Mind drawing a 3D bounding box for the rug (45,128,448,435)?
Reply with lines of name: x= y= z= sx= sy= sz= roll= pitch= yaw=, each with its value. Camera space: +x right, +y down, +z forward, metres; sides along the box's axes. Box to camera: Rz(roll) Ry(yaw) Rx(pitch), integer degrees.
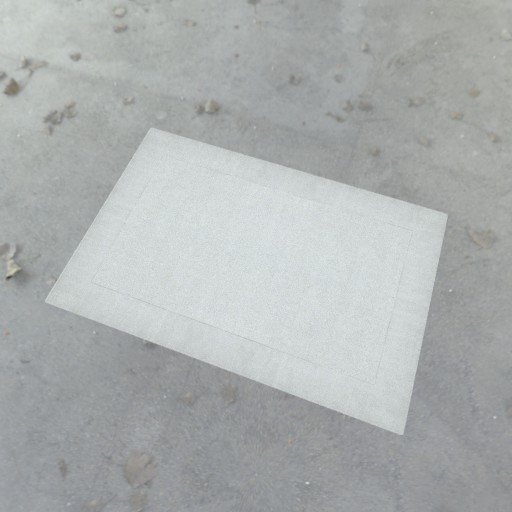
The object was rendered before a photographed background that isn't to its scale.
rug: x=0.000 y=0.000 z=2.351 sx=1.829 sy=0.013 sz=1.219 roll=18 pitch=65 yaw=9
